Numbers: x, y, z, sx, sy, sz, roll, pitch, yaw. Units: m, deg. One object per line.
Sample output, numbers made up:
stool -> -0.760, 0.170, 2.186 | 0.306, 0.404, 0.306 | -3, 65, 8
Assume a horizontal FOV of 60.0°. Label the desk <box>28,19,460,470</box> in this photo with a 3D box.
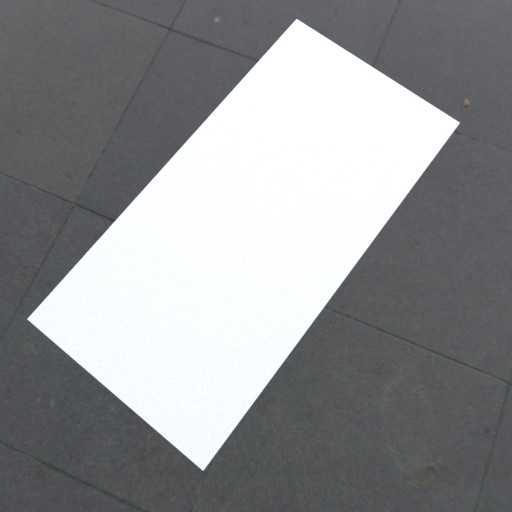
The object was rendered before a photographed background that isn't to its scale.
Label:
desk -> 0.000, 0.000, 1.395 | 0.497, 0.762, 0.990 | 37, 79, 9
